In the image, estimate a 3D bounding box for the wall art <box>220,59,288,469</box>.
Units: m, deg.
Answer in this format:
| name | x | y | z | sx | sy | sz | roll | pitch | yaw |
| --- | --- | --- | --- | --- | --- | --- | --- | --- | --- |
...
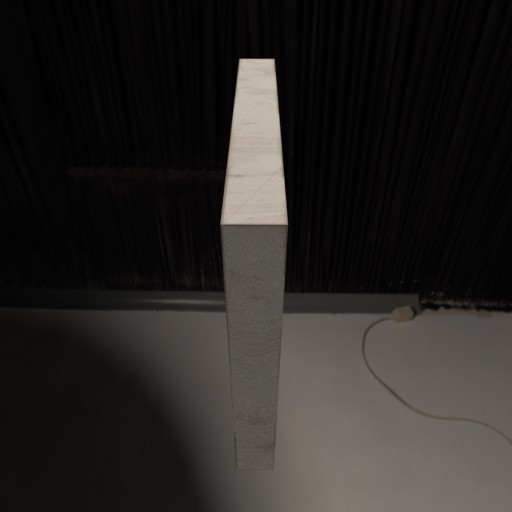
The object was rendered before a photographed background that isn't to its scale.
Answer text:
| name | x | y | z | sx | sy | sz | roll | pitch | yaw |
| --- | --- | --- | --- | --- | --- | --- | --- | --- | --- |
| wall art | 0.000 | 0.000 | 0.463 | 0.038 | 0.303 | 0.305 | 0 | 40 | 0 |
